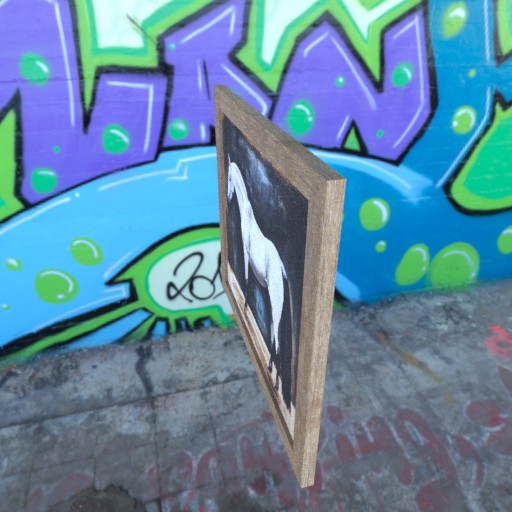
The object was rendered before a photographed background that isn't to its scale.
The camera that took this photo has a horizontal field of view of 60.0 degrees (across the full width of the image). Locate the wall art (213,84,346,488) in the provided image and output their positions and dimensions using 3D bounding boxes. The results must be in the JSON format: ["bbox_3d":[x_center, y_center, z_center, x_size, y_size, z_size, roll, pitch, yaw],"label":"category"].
[{"bbox_3d":[0.000,0.000,0.948,0.026,0.588,0.690,-8,31,-13],"label":"wall art"}]
